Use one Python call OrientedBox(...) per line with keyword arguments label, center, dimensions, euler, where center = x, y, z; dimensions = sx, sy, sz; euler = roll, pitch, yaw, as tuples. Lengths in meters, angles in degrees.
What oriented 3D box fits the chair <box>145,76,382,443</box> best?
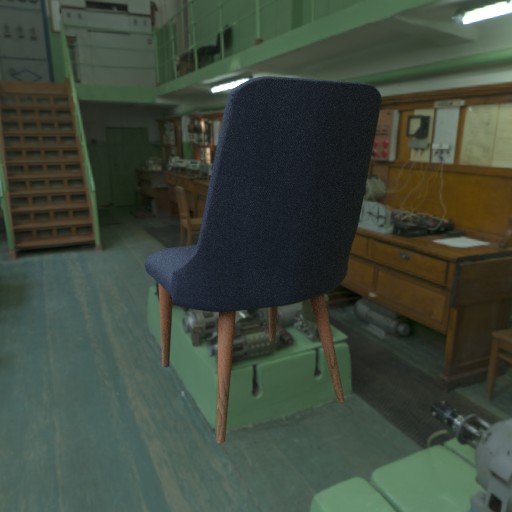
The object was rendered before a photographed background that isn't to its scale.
OrientedBox(label="chair", center=(0.000, 0.000, 1.173), dimensions=(0.504, 0.820, 0.567), euler=(-8, 17, -27))
